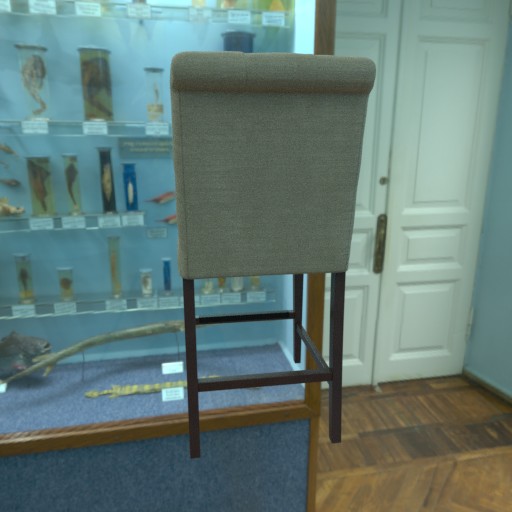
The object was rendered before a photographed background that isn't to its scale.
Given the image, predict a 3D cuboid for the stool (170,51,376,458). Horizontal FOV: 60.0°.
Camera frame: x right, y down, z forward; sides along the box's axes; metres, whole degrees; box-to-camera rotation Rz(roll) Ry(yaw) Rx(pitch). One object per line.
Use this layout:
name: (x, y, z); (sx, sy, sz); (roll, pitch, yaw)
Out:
stool: (0.000, 0.000, 1.399); (0.486, 1.084, 0.660); (-2, 15, -9)
